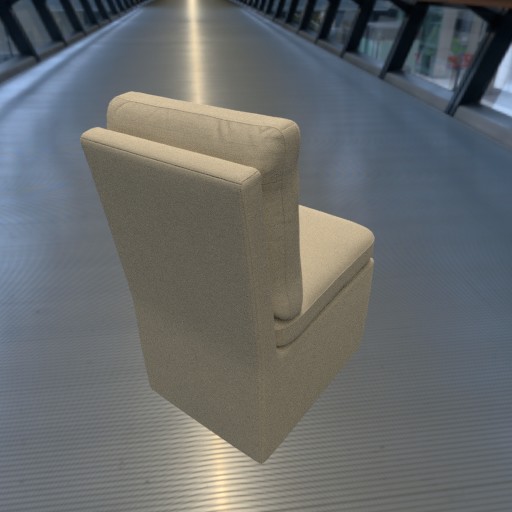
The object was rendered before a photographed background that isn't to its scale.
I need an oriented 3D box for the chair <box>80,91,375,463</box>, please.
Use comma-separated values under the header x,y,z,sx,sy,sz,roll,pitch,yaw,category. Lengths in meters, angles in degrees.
x,y,z,sx,sy,sz,roll,pitch,yaw,category
0.000,0.000,1.299,0.503,0.927,0.698,21,37,31,chair
